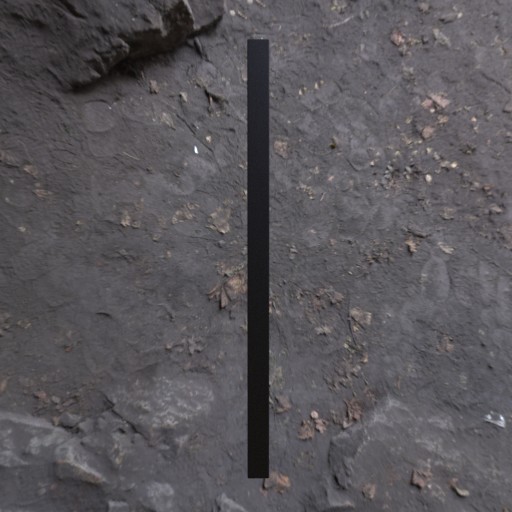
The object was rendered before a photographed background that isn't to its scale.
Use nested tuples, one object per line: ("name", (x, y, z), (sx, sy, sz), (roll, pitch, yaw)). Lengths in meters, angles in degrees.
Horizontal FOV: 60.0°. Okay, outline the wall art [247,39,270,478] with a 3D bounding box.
("wall art", (0.000, 0.000, 1.153), (0.038, 0.765, 0.765), (0, 91, -1))
